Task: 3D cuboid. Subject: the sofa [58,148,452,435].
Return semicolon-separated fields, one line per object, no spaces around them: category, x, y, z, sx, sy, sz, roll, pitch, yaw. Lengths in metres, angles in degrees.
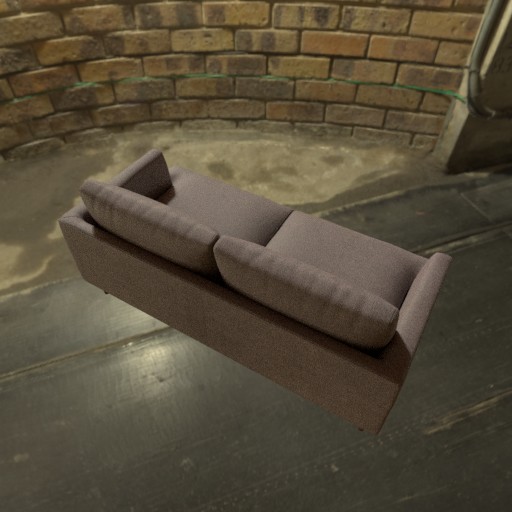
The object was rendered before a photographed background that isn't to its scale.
sofa;0.000;0.000;2.531;1.948;0.868;1.020;23;51;21
